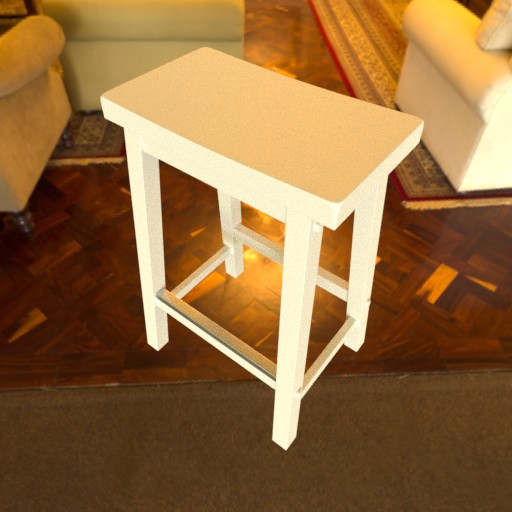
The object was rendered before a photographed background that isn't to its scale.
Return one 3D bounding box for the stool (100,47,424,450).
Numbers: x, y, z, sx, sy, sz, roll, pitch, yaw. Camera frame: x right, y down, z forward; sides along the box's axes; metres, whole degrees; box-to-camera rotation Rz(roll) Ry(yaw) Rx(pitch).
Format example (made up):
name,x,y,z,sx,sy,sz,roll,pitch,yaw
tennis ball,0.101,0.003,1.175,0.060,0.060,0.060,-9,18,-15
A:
name,x,y,z,sx,sy,sz,roll,pitch,yaw
stool,0.000,0.000,0.843,0.406,0.610,0.322,30,53,25
